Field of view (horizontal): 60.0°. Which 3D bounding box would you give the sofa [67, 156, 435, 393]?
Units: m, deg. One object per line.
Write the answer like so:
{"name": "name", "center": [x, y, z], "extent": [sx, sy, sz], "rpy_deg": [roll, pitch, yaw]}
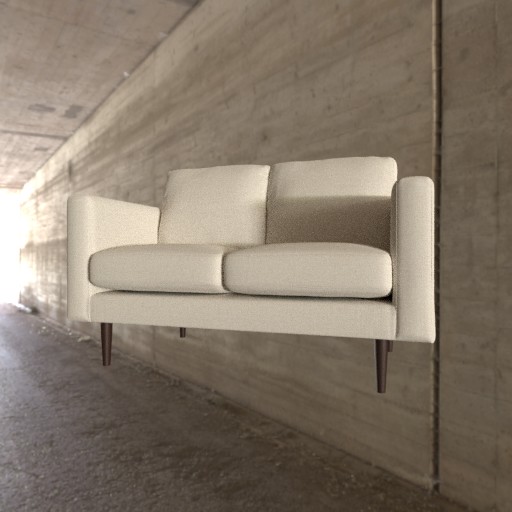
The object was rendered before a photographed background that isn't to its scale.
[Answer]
{"name": "sofa", "center": [0.000, 0.000, 1.949], "extent": [1.430, 0.908, 0.796], "rpy_deg": [0, 0, 19]}
